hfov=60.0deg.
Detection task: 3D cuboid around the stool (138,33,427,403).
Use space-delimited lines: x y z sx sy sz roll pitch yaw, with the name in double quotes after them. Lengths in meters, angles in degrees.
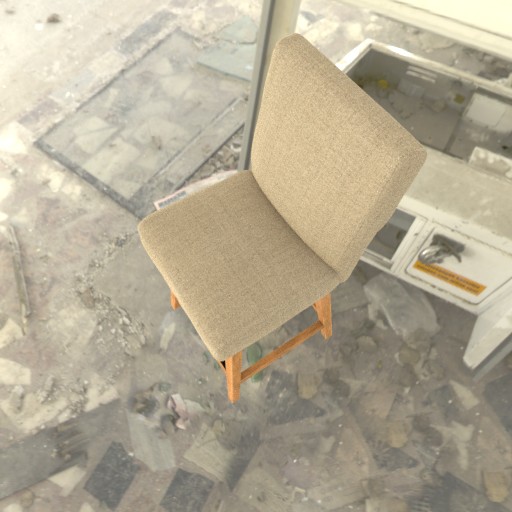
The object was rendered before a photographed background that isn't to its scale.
0.000 0.000 1.295 0.526 1.010 0.459 -31 66 -15 "stool"
